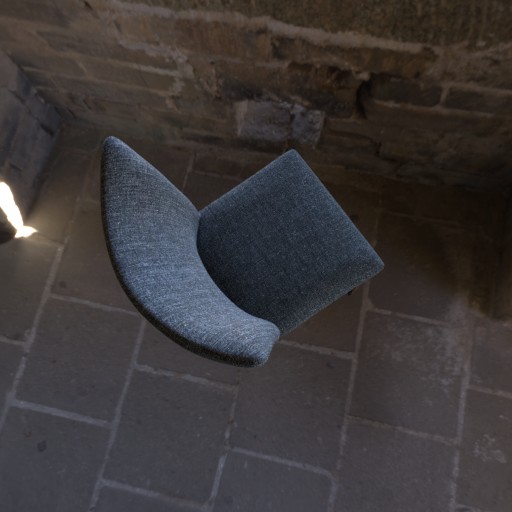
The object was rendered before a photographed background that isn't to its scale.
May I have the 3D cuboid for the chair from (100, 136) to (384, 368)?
[{"bbox_3d":[0.000,0.000,1.282,0.623,0.924,0.535,-33,78,-8],"label":"chair"}]
